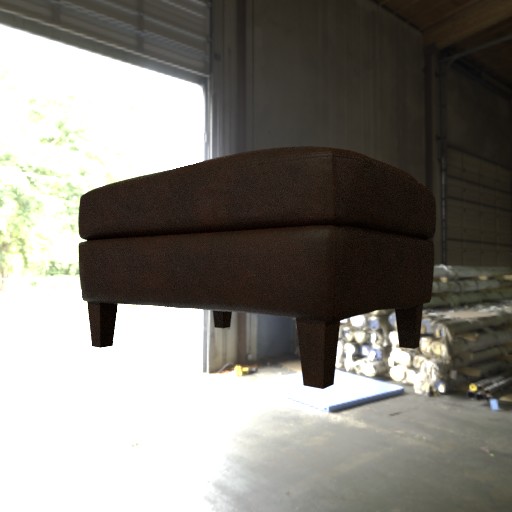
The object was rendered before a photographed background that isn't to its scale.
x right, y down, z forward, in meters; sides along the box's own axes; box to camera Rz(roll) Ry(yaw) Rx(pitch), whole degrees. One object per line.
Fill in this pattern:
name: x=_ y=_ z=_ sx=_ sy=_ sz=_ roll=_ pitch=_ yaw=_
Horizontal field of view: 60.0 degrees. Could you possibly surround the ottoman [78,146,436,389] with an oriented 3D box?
ottoman: x=0.000 y=0.000 z=1.294 sx=0.887 sy=0.527 sz=0.659 roll=-1 pitch=-2 yaw=37
